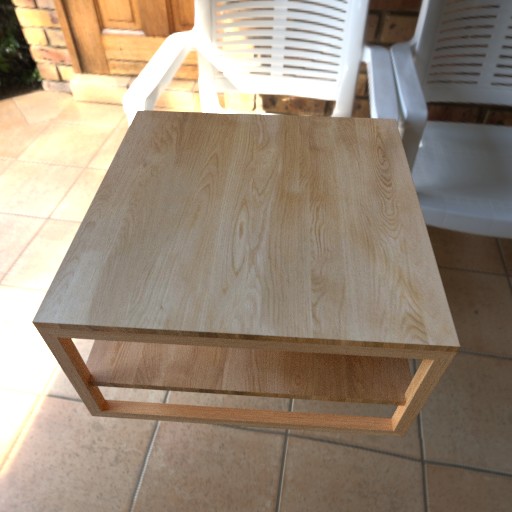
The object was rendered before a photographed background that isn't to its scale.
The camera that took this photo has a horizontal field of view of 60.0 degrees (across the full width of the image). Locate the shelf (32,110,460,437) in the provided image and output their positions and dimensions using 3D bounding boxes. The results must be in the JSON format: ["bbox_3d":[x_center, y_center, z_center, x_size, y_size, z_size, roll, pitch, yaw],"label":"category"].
[{"bbox_3d":[0.000,0.000,1.405,0.899,0.480,0.899,3,47,3],"label":"shelf"}]
